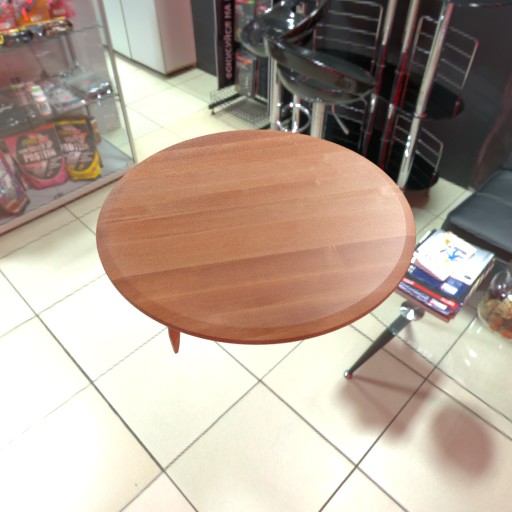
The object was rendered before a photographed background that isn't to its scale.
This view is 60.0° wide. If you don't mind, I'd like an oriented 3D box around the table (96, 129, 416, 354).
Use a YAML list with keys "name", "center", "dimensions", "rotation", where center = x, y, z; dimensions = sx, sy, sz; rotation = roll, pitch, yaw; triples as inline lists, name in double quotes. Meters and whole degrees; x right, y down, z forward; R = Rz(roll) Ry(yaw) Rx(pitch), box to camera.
- name: "table"
  center: [0.000, 0.000, 1.422]
  dimensions: [0.900, 0.400, 0.900]
  rotation: [0, 46, 0]
